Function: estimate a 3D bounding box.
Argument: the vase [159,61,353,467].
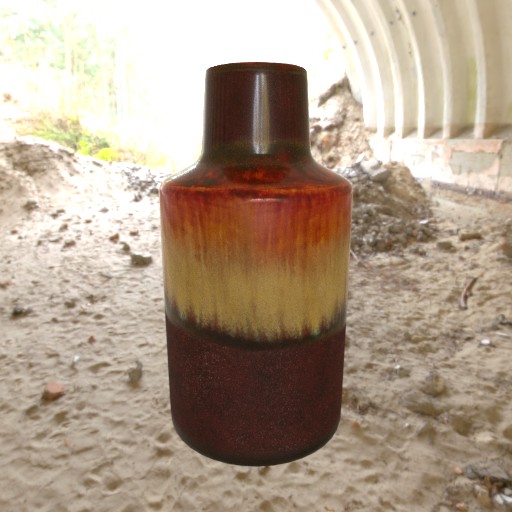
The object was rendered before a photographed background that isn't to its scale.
[{"bbox_3d":[0.000,0.000,0.260,0.108,0.204,0.108,0,15,0],"label":"vase"}]
